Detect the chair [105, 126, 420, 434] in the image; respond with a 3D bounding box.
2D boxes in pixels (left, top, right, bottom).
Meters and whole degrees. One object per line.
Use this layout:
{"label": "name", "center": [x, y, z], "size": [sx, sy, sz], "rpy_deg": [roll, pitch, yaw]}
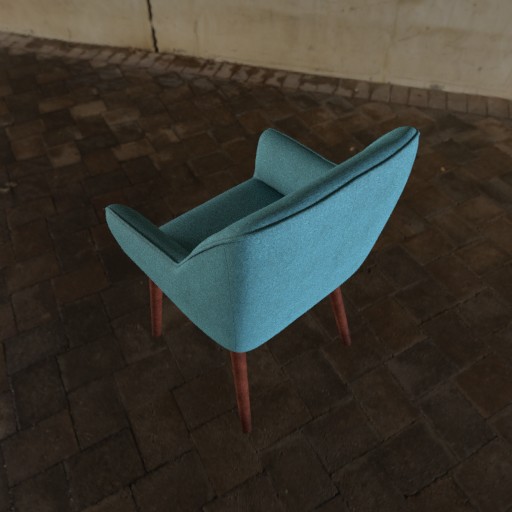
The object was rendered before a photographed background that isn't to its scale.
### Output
{"label": "chair", "center": [0.000, 0.000, 1.158], "size": [0.543, 0.803, 0.519], "rpy_deg": [-33, 55, -26]}
